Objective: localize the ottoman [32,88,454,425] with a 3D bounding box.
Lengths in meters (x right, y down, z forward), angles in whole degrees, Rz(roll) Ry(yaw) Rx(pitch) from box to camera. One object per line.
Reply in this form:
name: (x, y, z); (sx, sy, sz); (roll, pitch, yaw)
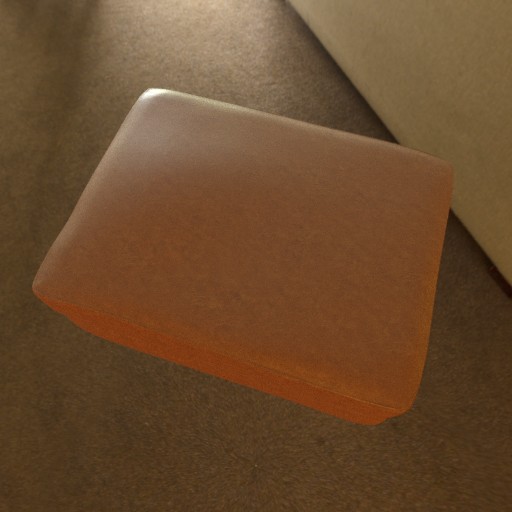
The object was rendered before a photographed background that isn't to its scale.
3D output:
ottoman: (0.000, 0.000, 1.197); (0.851, 0.485, 0.650); (16, 66, 8)
